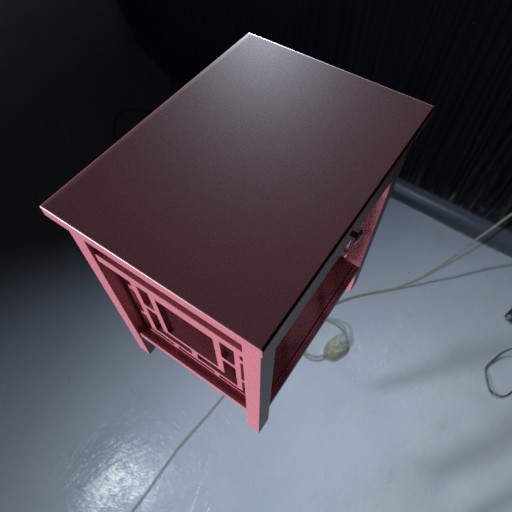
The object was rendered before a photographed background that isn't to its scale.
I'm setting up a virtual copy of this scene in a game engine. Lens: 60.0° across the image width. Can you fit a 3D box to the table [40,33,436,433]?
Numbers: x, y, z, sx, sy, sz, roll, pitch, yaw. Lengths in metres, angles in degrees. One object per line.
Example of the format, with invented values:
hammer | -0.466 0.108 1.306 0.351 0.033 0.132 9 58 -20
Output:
table | 0.000 0.000 1.079 0.451 0.686 0.599 30 63 18
